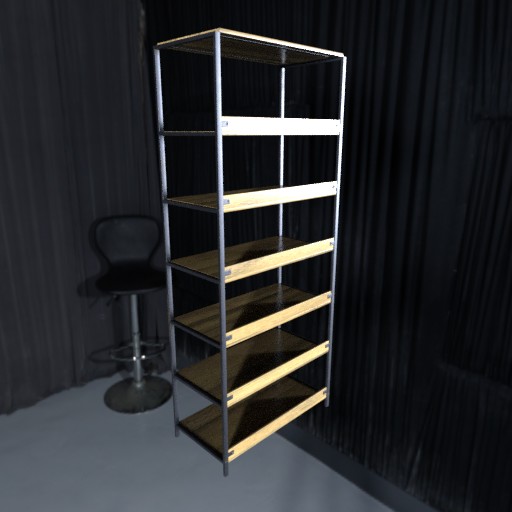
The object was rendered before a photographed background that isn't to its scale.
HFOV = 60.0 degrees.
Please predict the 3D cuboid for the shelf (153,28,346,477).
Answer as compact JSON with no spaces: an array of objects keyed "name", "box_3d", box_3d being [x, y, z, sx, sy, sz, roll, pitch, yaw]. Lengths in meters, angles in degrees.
[{"name":"shelf","box_3d":[0.000,0.000,2.347,0.847,2.015,0.431,-15,21,-43]}]
